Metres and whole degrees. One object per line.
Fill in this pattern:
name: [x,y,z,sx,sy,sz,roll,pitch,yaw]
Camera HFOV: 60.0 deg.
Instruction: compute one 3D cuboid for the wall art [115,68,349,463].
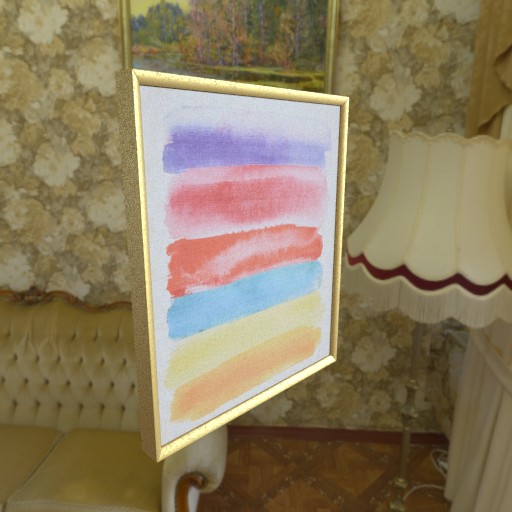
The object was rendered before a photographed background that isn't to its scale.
wall art: [0.000,0.000,0.895,0.537,0.642,0.048,-14,19,-43]
